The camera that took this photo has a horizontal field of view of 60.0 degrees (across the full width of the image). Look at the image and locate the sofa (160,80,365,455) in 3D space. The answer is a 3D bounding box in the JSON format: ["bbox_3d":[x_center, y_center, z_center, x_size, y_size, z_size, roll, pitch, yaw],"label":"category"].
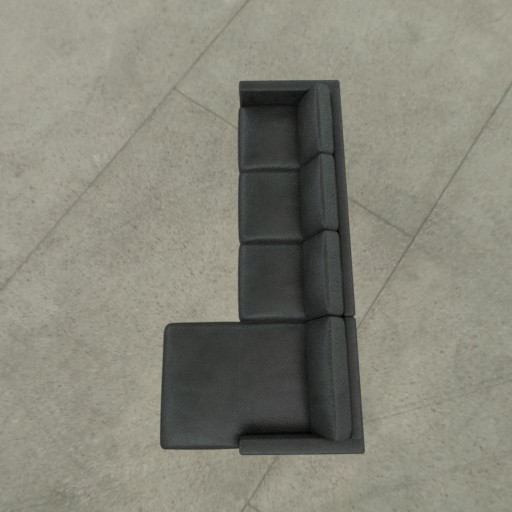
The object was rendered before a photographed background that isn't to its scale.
[{"bbox_3d":[0.000,0.000,3.961,1.581,0.883,3.203,-1,75,0],"label":"sofa"}]
